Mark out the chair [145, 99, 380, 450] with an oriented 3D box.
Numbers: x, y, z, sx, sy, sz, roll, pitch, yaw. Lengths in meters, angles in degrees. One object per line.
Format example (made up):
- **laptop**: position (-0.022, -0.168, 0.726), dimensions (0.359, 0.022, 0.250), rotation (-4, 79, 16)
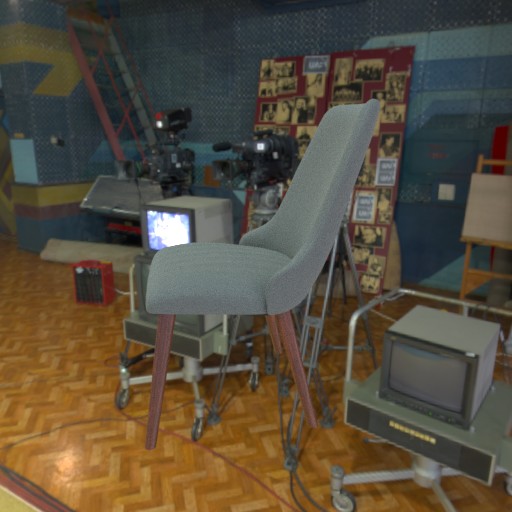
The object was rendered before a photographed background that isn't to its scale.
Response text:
- **chair**: position (0.000, 0.000, 1.385), dimensions (0.707, 0.918, 0.535), rotation (-2, 15, -8)
